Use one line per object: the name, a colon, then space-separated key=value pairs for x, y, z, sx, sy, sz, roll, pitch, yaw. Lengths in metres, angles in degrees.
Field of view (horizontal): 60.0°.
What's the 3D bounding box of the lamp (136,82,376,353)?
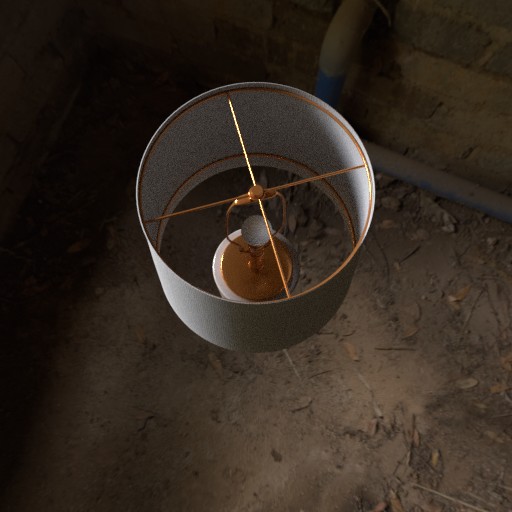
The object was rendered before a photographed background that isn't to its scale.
lamp: x=0.000 y=0.000 z=0.440 sx=0.189 sy=0.340 sz=0.189 roll=0 pitch=75 yaw=0
